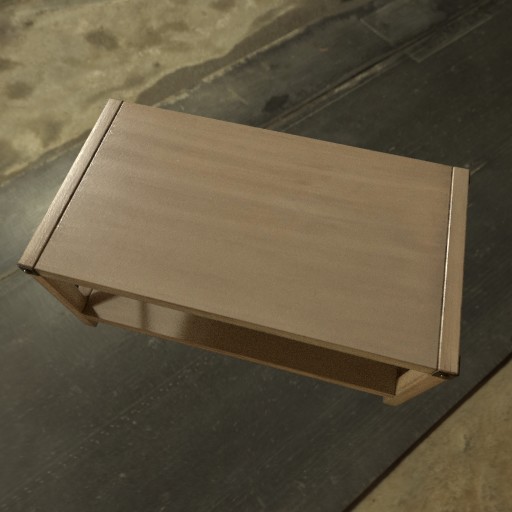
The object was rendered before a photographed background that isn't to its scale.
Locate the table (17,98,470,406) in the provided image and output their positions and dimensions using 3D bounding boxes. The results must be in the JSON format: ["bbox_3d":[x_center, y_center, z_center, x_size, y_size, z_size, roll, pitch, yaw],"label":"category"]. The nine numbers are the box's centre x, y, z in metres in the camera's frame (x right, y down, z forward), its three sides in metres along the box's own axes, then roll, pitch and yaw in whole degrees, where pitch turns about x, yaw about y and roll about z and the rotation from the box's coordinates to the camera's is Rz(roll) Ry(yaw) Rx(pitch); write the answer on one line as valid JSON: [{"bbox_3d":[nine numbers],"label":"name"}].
[{"bbox_3d":[0.000,0.000,1.284,1.016,0.456,0.559,13,64,7],"label":"table"}]
